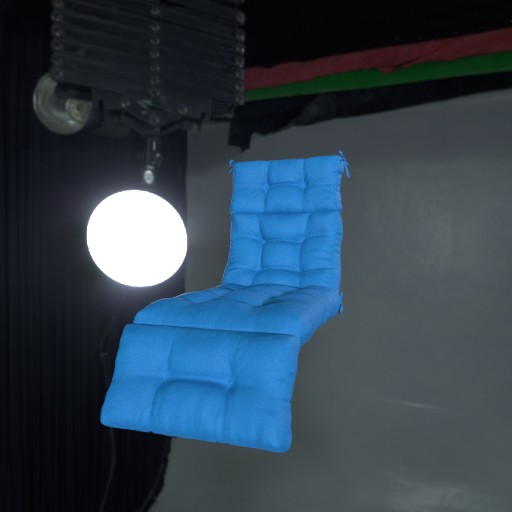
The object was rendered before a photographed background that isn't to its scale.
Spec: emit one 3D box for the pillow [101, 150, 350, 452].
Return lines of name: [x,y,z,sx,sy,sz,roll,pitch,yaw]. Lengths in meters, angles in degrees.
pillow: [0.000,0.000,1.484,0.526,0.863,1.016,0,1,19]
